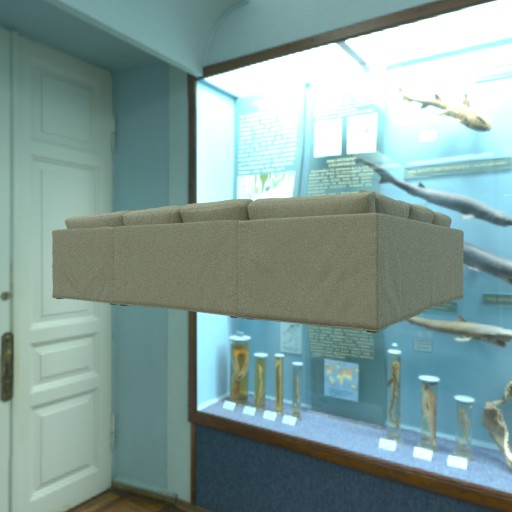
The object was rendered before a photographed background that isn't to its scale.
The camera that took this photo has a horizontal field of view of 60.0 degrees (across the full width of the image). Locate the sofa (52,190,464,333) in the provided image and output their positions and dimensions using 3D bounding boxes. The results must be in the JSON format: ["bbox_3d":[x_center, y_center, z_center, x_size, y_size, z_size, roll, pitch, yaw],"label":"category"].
[{"bbox_3d":[0.000,0.000,4.514,3.460,0.882,2.427,0,0,36],"label":"sofa"}]
